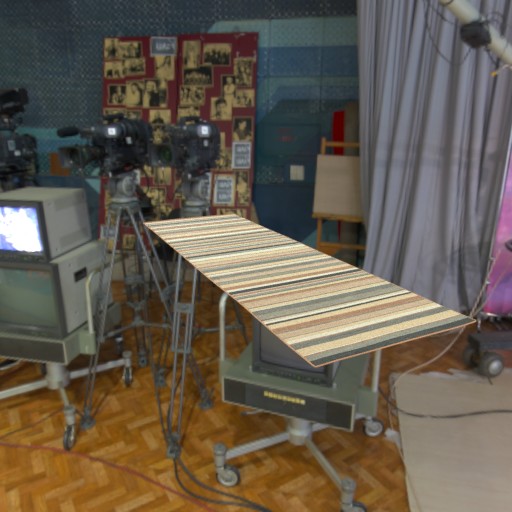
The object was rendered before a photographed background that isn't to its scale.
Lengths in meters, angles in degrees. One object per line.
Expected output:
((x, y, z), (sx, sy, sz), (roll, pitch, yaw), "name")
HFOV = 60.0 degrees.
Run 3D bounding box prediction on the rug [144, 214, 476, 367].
((0.000, 0.000, 2.678), (0.799, 0.010, 2.444), (-8, 19, -25), "rug")
